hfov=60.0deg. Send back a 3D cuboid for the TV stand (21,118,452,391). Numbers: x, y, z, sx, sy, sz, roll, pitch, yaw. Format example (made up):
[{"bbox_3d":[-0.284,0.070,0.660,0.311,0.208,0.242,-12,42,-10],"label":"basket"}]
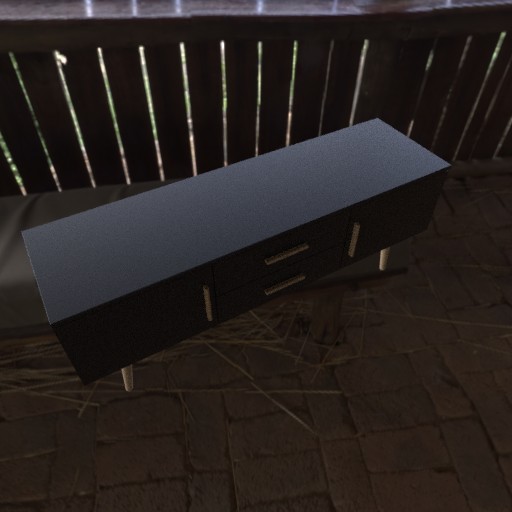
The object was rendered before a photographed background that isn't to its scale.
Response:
[{"bbox_3d":[0.000,0.000,1.553,1.312,0.518,0.390,-22,50,-20],"label":"TV stand"}]
